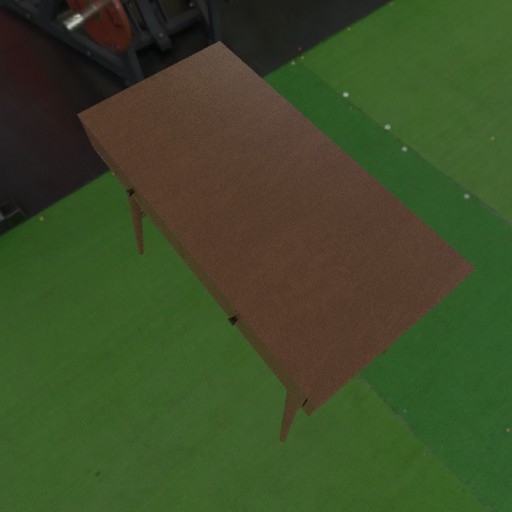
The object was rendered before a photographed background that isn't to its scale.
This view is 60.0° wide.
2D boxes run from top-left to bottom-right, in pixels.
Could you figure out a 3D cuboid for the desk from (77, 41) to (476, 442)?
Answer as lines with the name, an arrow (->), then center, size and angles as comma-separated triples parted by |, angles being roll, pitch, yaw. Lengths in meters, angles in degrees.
desk -> 0.000, 0.000, 1.411 | 0.510, 0.758, 0.949 | -35, 68, -16
